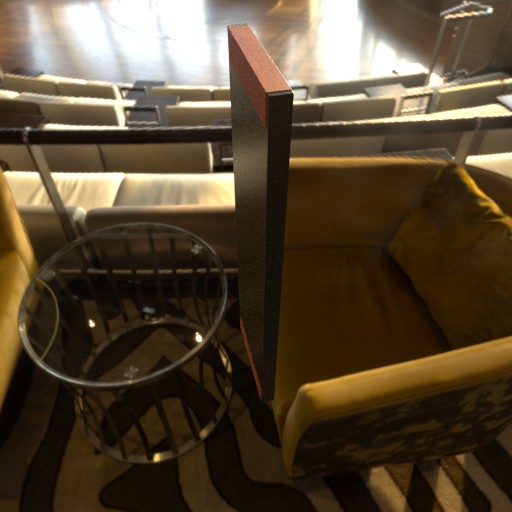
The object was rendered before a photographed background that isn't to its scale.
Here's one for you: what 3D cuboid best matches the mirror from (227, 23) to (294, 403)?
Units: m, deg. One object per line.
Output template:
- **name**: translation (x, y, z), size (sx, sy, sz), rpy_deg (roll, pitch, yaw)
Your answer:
- **mirror**: translation (0.000, 0.000, 1.260), size (0.047, 1.123, 0.343), rpy_deg (-10, 47, -10)
